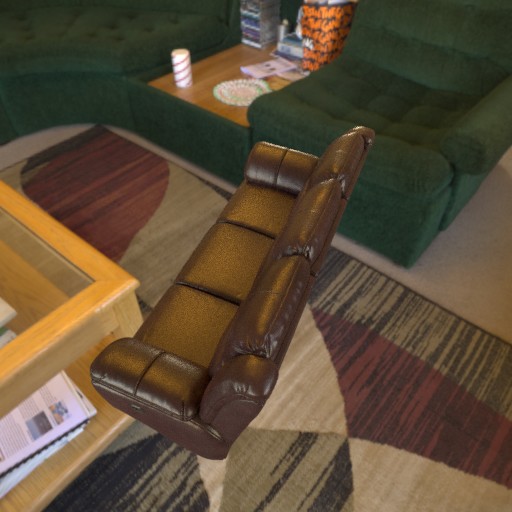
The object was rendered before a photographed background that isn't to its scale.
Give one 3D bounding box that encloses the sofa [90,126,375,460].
[{"bbox_3d":[0.000,0.000,2.902,0.991,1.043,2.337,16,48,15],"label":"sofa"}]
